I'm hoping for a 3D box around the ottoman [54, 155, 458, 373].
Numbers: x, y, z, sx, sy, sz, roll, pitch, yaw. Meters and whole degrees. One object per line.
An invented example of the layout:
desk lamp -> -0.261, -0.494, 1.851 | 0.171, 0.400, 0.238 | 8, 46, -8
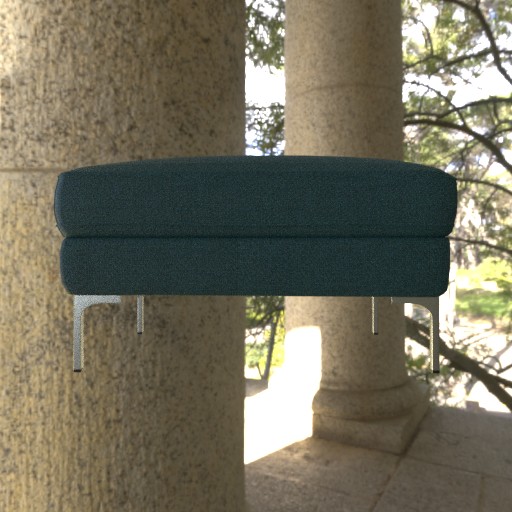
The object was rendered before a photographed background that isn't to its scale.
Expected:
ottoman -> 0.000, 0.000, 1.187 | 0.856, 0.498, 0.563 | 0, -1, 1
